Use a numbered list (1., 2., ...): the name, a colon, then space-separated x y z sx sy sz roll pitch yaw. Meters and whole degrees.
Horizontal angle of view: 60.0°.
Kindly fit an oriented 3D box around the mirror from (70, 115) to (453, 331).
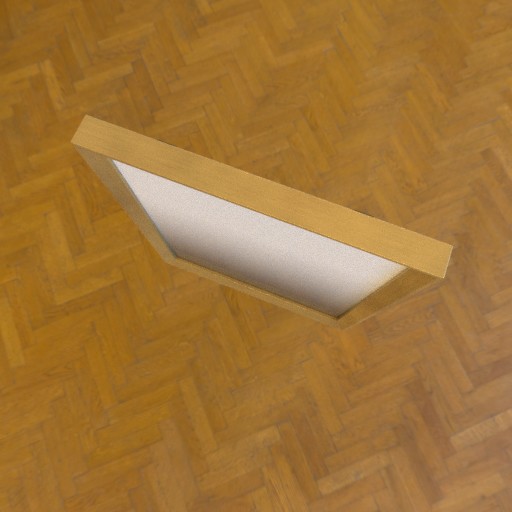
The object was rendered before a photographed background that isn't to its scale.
1. mirror: 0.000 0.000 0.698 0.406 0.509 0.041 21 76 5
